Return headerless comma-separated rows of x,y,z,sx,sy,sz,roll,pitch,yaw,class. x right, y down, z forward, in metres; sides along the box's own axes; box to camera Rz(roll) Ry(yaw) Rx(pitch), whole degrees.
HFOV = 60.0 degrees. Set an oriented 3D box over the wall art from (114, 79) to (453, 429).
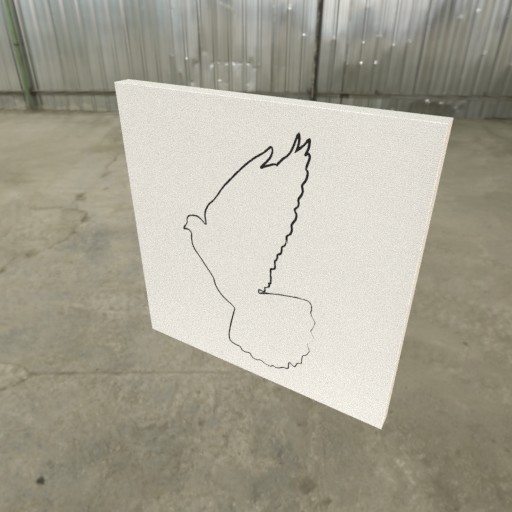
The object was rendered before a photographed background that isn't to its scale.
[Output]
0.000,0.000,0.886,0.610,0.610,0.038,17,35,26,wall art
